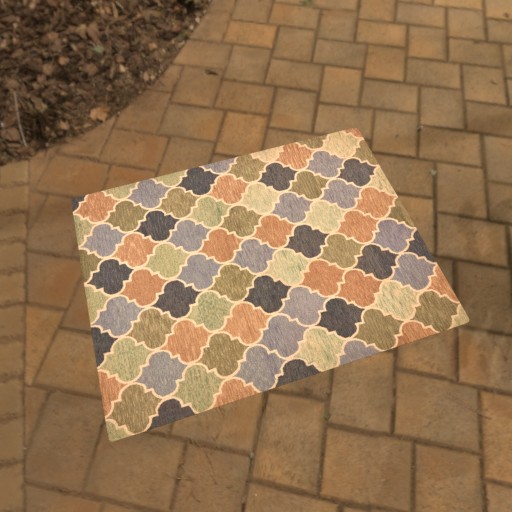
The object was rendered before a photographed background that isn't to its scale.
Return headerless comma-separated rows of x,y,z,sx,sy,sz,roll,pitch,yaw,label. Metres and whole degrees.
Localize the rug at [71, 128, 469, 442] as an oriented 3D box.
0.000,0.000,4.236,3.200,0.013,2.439,-16,63,-8,rug
